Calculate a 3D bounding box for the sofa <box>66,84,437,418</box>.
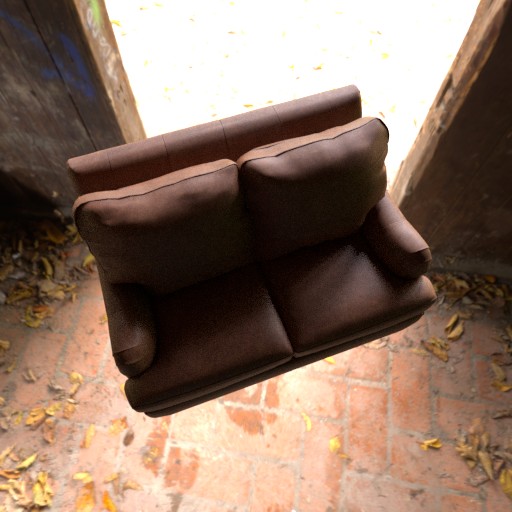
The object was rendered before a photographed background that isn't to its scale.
[{"bbox_3d":[0.000,0.000,2.208,1.527,1.004,1.077,-18,65,-9],"label":"sofa"}]
